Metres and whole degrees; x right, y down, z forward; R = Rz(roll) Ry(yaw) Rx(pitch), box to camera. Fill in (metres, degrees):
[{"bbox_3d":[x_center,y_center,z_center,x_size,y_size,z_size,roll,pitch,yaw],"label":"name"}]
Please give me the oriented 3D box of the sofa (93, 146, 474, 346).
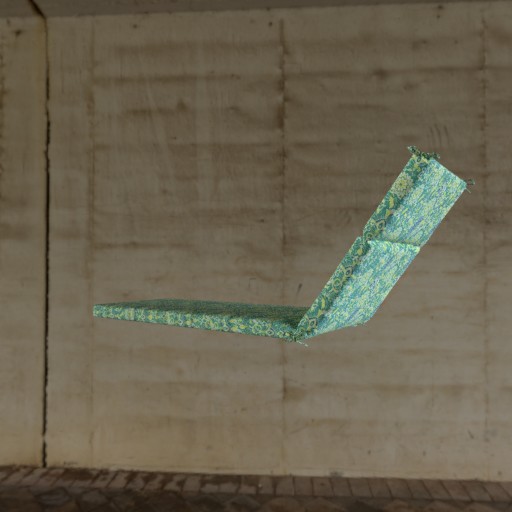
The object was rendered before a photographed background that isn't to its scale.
[{"bbox_3d":[0.000,0.000,1.947,1.663,0.622,0.582,-1,-1,36],"label":"sofa"}]
